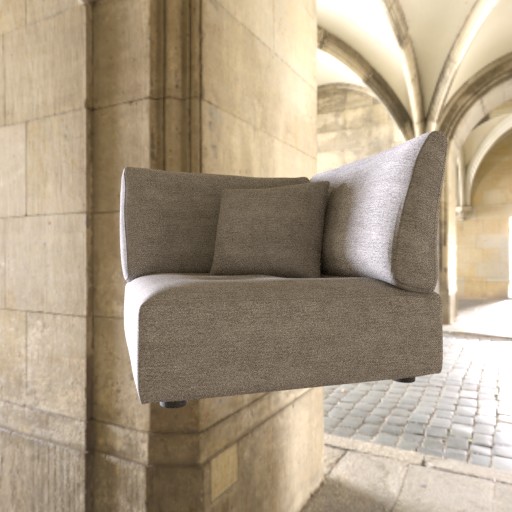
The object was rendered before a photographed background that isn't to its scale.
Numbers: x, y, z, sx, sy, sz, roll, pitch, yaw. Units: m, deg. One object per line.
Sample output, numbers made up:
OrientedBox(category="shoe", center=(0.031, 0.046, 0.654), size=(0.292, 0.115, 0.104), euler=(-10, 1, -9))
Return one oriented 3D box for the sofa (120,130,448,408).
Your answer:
OrientedBox(category="sofa", center=(0.000, 0.000, 1.732), size=(1.000, 0.820, 1.000), euler=(0, 0, -18))
